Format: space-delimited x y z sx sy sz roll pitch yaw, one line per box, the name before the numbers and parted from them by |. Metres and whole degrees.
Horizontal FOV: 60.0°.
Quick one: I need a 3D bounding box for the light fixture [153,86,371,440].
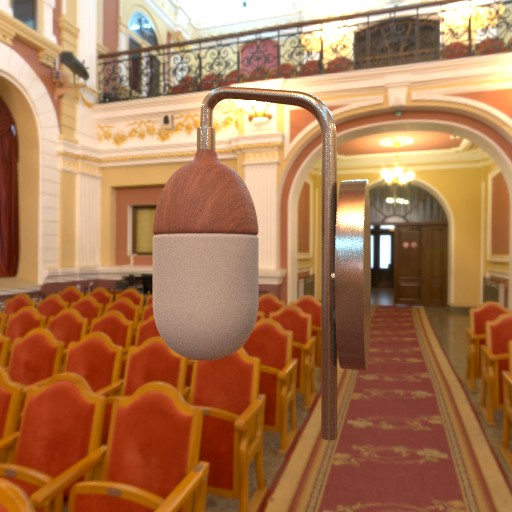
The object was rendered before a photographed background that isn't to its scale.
light fixture | 0.000 0.000 0.441 0.216 0.343 0.108 0 0 18
